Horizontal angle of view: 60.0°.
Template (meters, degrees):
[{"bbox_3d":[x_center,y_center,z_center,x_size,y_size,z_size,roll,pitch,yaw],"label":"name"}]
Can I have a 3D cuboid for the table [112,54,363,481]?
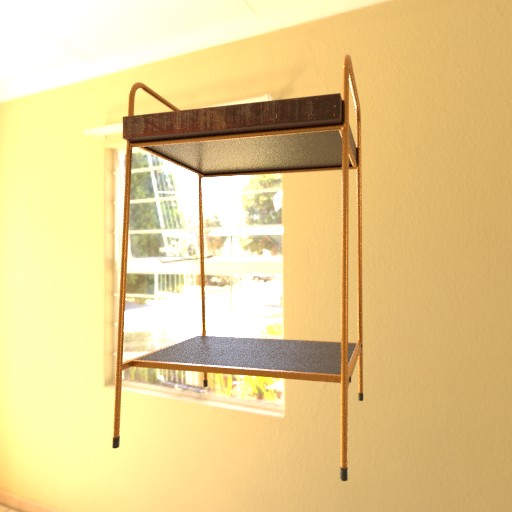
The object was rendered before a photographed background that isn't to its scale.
[{"bbox_3d":[0.000,0.000,0.963,0.430,0.710,0.430,0,-1,17],"label":"table"}]
